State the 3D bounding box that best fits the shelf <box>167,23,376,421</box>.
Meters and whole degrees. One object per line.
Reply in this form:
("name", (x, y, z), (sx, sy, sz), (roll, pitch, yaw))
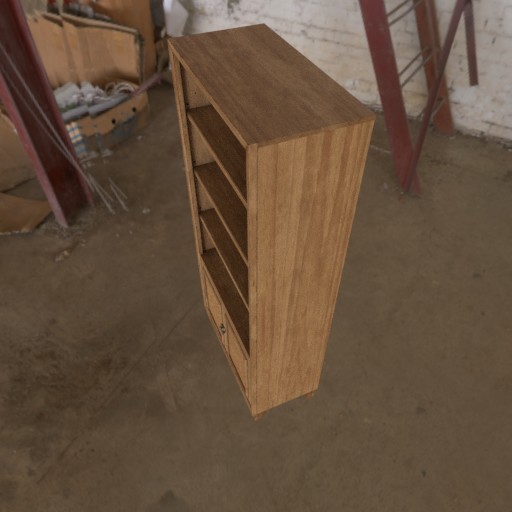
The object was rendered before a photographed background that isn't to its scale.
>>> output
("shelf", (0.000, 0.000, 2.302), (0.453, 1.930, 0.864), (-17, 49, -16))
